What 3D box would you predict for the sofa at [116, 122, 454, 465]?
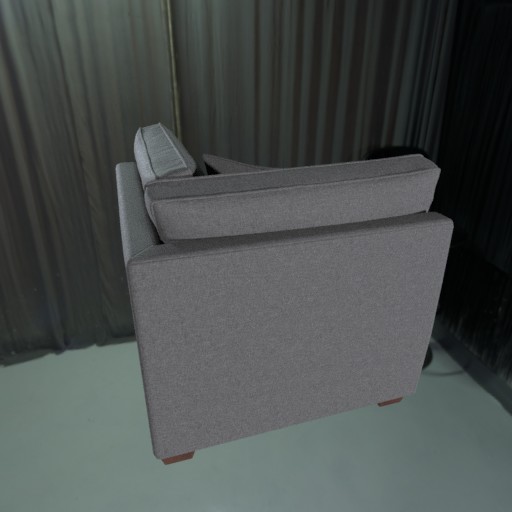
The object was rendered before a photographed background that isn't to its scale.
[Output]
[{"bbox_3d":[0.000,0.000,1.945,1.084,1.002,1.146,-8,27,-15],"label":"sofa"}]
